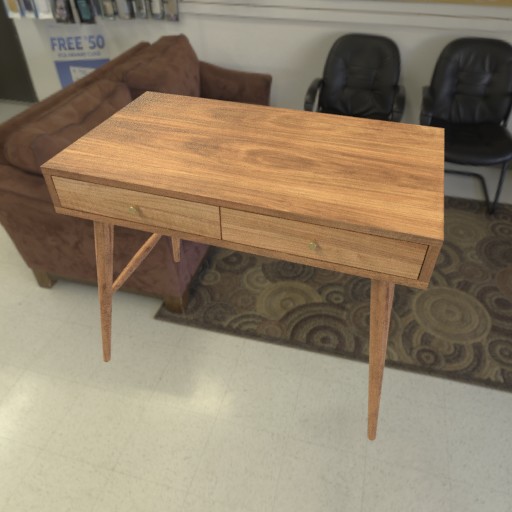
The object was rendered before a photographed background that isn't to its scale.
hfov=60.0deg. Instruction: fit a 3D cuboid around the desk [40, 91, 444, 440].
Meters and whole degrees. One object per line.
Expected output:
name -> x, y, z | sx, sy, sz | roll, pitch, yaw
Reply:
desk -> 0.000, 0.000, 1.420 | 0.949, 0.758, 0.588 | 12, 42, 14
